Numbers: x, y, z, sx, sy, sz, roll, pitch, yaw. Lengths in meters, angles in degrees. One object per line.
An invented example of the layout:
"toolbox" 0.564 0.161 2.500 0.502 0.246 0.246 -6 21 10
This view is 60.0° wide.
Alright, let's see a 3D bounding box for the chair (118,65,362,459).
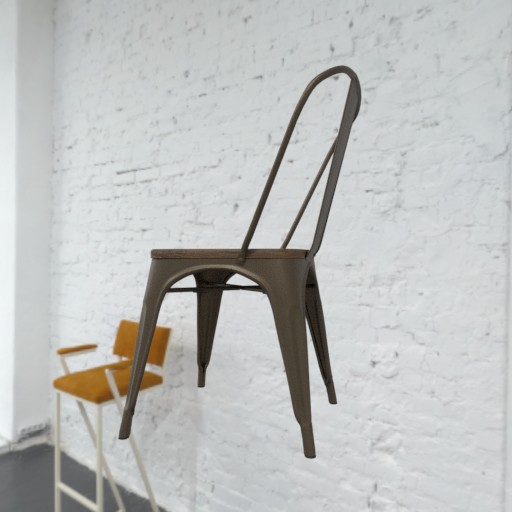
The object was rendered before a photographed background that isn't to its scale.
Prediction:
"chair" 0.000 0.000 1.156 0.532 0.844 0.451 0 0 18
